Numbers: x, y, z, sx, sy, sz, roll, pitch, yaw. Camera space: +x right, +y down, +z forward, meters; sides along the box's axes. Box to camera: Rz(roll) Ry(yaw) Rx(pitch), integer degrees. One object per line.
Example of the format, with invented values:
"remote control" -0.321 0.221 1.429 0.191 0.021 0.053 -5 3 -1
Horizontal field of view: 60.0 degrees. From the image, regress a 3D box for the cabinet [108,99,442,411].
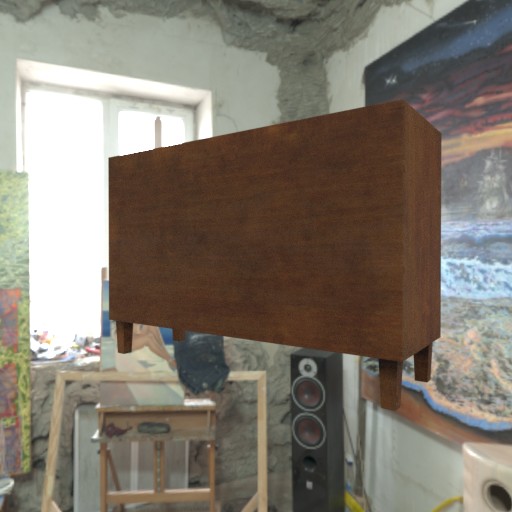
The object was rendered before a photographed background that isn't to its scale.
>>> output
"cabinet" 0.000 0.000 1.639 1.204 0.805 0.403 0 1 36
